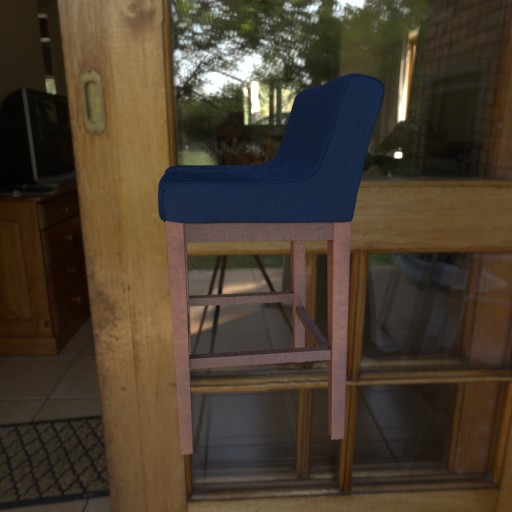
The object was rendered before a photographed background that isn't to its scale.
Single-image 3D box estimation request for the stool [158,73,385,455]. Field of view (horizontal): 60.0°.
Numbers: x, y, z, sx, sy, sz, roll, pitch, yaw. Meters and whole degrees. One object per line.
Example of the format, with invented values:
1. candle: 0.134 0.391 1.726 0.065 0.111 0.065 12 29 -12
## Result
1. stool: 0.000 0.000 1.288 0.516 0.945 0.511 -2 16 -8
